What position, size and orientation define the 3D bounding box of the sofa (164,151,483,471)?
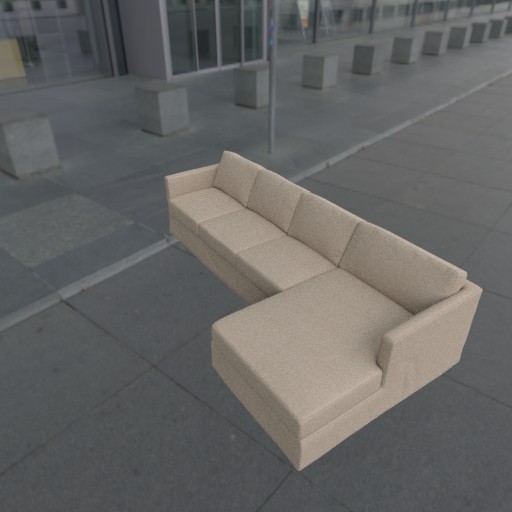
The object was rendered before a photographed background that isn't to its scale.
[{"bbox_3d":[0.000,0.000,3.878,1.622,0.867,3.177,-20,37,-29],"label":"sofa"}]
